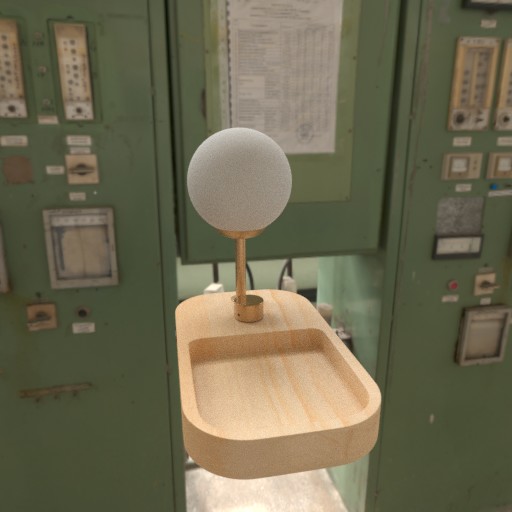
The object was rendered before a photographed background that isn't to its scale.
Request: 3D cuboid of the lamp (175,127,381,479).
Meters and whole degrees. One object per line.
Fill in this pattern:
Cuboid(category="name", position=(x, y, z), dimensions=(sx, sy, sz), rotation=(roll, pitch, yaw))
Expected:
Cuboid(category="lamp", position=(0.000, 0.000, 0.459), dimensions=(0.173, 0.253, 0.331), rotation=(-3, 17, -11))
